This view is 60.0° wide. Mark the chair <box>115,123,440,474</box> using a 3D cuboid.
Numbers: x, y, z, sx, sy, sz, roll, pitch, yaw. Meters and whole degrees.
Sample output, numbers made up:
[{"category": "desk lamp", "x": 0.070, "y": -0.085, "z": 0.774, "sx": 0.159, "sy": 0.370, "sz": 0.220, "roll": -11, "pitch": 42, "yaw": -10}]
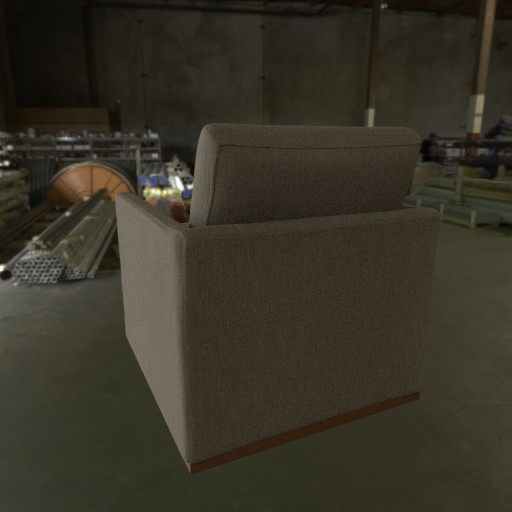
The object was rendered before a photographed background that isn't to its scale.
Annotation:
[{"category": "chair", "x": 0.000, "y": 0.000, "z": 1.457, "sx": 0.763, "sy": 0.811, "sz": 0.834, "roll": -7, "pitch": 16, "yaw": -25}]
